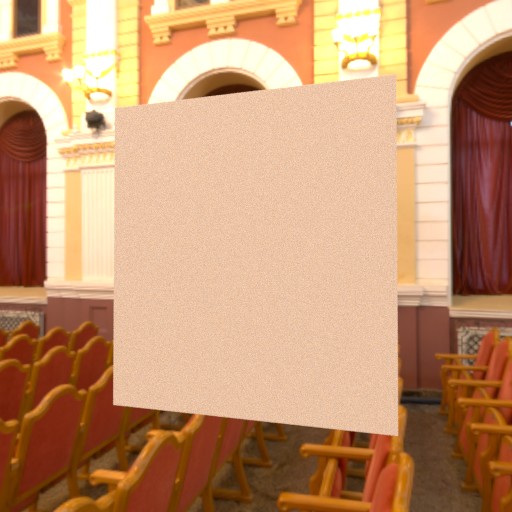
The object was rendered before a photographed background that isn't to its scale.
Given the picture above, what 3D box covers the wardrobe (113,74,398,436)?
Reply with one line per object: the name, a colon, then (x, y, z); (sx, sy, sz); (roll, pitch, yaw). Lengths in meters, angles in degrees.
wardrobe: (0.000, 0.000, 3.022); (1.830, 2.020, 0.600); (0, -1, 17)
